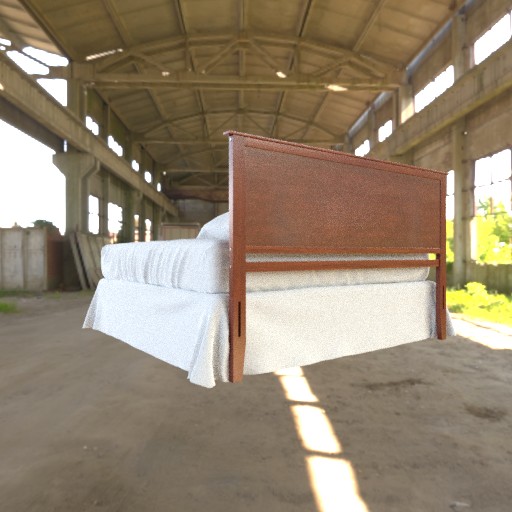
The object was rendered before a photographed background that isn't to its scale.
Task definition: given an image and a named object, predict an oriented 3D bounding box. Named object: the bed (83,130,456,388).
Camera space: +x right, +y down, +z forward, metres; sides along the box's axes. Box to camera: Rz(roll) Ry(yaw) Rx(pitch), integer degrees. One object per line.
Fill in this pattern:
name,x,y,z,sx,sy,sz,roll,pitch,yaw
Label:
bed,0.000,0.000,3.668,2.314,1.271,2.219,0,0,-36
